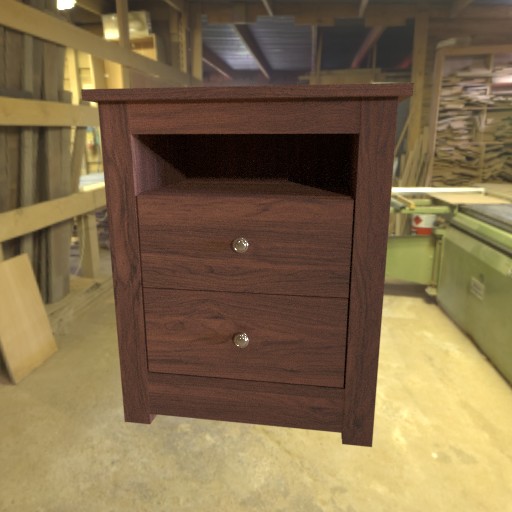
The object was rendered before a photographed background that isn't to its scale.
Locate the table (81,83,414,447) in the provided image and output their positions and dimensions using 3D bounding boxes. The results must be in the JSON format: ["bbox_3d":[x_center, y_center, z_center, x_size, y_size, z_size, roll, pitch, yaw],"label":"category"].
[{"bbox_3d":[0.000,0.000,1.050,0.589,0.711,0.406,2,15,9],"label":"table"}]
